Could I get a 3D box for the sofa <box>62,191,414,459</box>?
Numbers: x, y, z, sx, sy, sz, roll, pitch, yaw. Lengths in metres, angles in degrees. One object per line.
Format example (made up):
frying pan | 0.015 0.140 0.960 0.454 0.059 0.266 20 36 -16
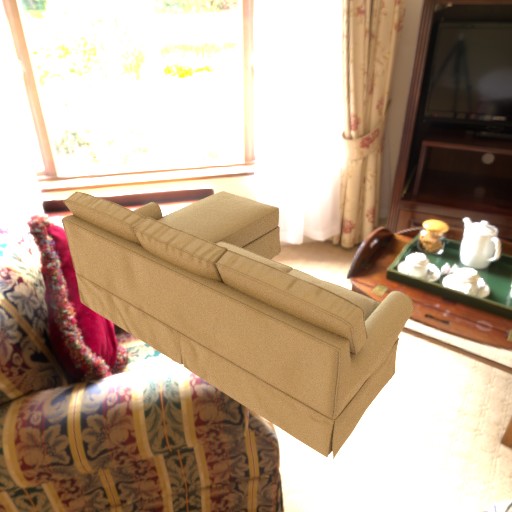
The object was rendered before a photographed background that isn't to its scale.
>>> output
sofa | 0.000 0.000 3.416 2.475 0.978 1.733 21 36 33
